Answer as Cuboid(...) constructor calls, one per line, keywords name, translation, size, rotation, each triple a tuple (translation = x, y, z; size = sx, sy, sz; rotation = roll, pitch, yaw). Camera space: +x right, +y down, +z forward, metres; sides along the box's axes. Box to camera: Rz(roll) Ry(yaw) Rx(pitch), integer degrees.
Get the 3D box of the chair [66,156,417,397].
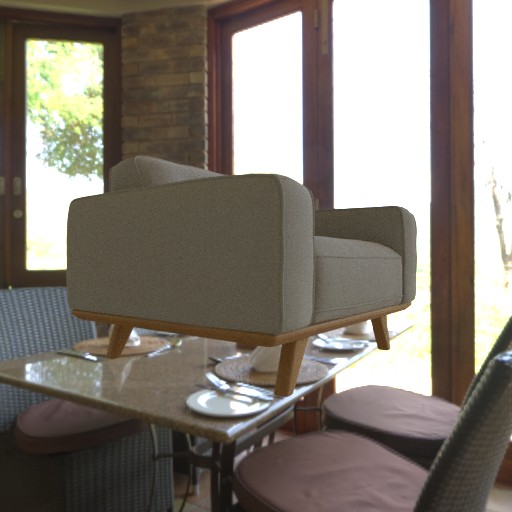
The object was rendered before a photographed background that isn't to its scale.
Cuboid(name="chair", translation=(0.000, 0.000, 1.761), size=(0.953, 0.779, 1.115), rotation=(0, -1, 36))
